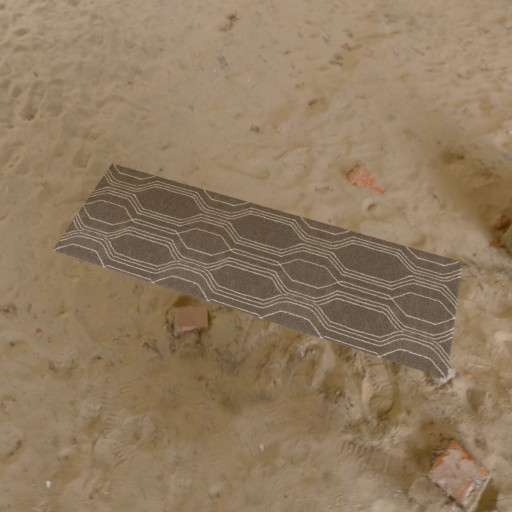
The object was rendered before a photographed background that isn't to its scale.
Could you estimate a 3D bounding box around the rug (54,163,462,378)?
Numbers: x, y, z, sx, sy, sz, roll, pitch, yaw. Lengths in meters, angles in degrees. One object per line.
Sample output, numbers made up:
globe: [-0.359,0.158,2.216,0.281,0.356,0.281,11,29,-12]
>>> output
rug: [0.000,0.000,2.793,2.464,0.012,0.773,17,61,10]
